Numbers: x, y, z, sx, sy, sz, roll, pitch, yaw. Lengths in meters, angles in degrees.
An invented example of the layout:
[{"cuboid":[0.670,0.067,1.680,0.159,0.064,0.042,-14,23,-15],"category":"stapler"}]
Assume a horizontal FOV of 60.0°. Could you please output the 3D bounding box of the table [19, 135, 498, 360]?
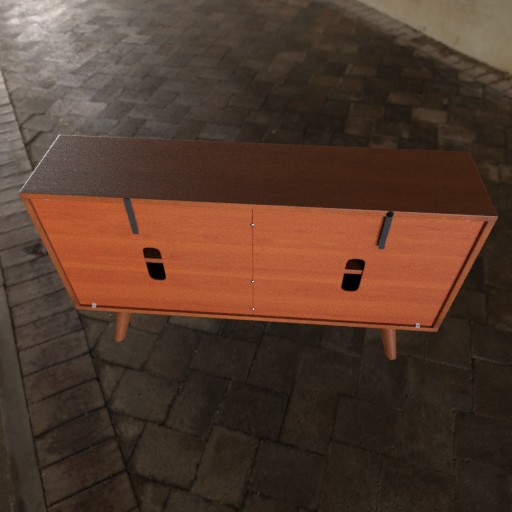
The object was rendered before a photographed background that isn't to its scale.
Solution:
[{"cuboid":[0.000,0.000,1.477,1.220,0.698,0.308,3,47,3],"category":"table"}]
